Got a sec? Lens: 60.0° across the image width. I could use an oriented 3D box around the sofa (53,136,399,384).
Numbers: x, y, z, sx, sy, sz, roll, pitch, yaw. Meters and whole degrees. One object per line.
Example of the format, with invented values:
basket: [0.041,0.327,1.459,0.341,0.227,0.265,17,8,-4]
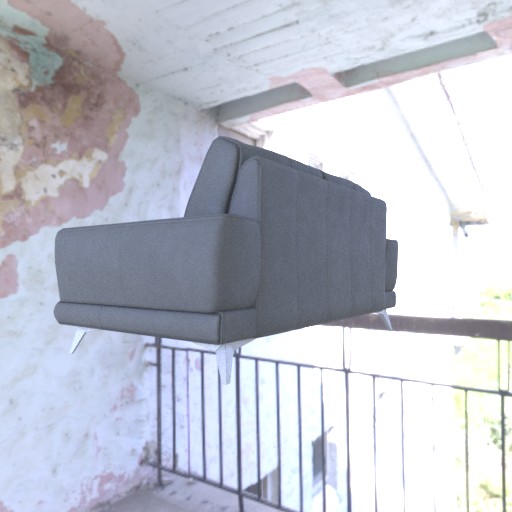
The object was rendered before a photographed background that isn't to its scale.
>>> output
sofa: [0.000,0.000,2.421,1.018,0.907,1.806,-1,-2,36]
